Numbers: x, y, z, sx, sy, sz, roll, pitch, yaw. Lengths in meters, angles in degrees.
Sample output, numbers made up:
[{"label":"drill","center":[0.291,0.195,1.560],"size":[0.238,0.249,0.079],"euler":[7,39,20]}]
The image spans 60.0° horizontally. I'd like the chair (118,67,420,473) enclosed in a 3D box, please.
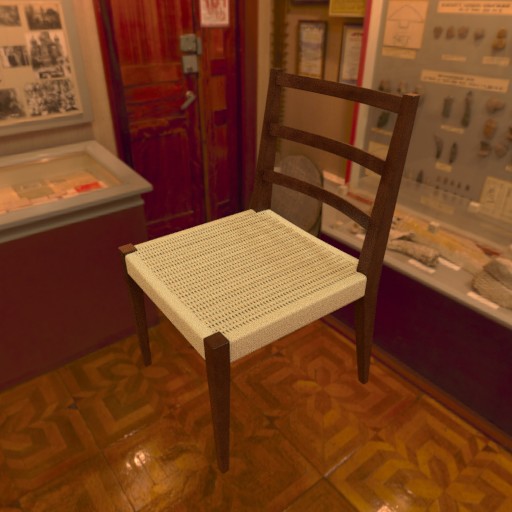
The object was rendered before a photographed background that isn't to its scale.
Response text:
[{"label":"chair","center":[0.000,0.000,1.144],"size":[0.551,0.813,0.480],"euler":[-21,37,-30]}]
